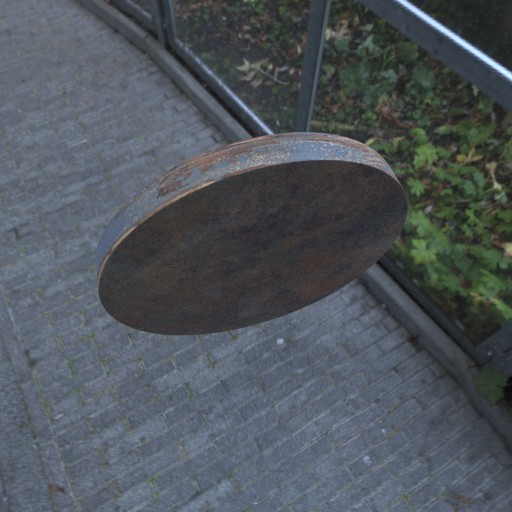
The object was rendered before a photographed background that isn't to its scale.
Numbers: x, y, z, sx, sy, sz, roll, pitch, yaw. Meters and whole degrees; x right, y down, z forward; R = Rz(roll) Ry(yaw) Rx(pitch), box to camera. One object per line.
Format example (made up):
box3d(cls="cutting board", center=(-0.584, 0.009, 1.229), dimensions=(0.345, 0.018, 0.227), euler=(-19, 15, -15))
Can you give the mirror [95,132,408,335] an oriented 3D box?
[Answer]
box3d(cls="mirror", center=(0.000, 0.000, 0.857), dimensions=(0.585, 0.585, 0.061), euler=(-15, 62, -8))
